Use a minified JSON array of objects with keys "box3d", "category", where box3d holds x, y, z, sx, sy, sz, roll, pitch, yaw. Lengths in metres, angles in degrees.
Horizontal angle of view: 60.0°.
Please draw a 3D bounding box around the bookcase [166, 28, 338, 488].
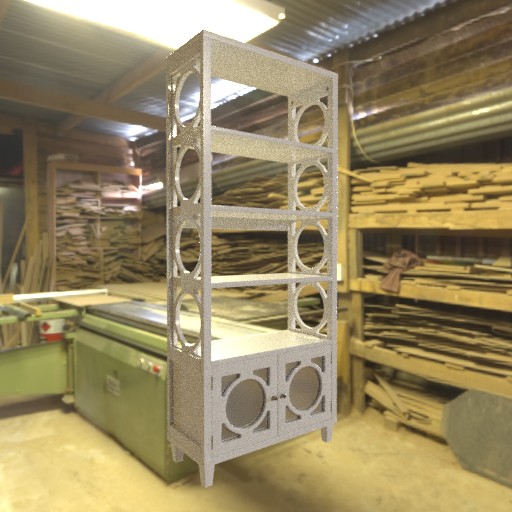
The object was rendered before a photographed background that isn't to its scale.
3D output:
[{"box3d":[0.000,0.000,2.100,0.761,1.869,0.361,-1,1,-37],"category":"bookcase"}]
